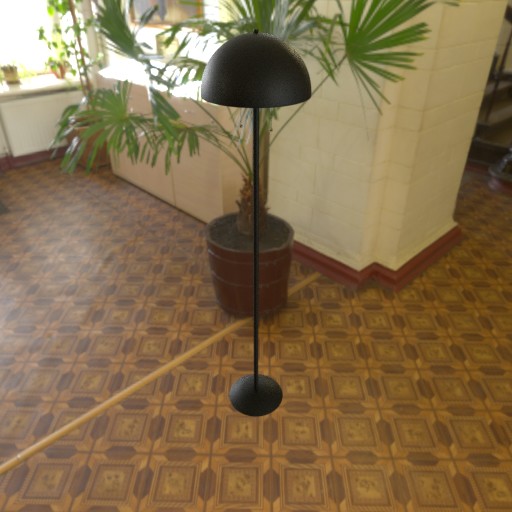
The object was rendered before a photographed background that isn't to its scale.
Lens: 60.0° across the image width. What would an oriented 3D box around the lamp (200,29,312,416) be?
[{"bbox_3d":[0.000,0.000,1.617,0.328,1.480,0.328,0,32,0],"label":"lamp"}]
